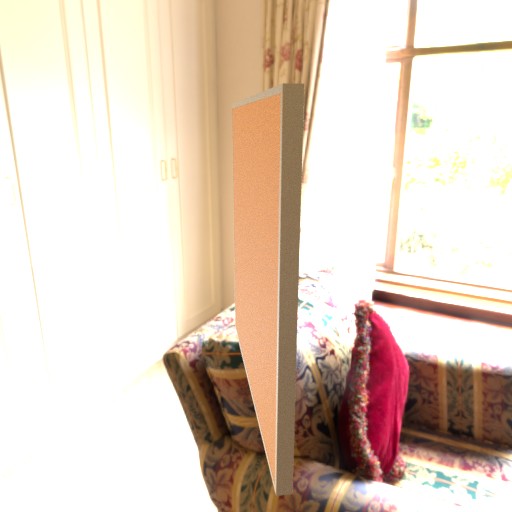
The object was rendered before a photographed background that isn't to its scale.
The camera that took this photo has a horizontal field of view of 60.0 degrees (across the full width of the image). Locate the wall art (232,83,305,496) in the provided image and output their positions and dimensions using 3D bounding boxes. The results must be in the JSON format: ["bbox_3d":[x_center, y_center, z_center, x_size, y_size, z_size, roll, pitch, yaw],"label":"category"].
[{"bbox_3d":[0.000,0.000,1.197,0.038,0.807,0.809,-2,17,-8],"label":"wall art"}]
